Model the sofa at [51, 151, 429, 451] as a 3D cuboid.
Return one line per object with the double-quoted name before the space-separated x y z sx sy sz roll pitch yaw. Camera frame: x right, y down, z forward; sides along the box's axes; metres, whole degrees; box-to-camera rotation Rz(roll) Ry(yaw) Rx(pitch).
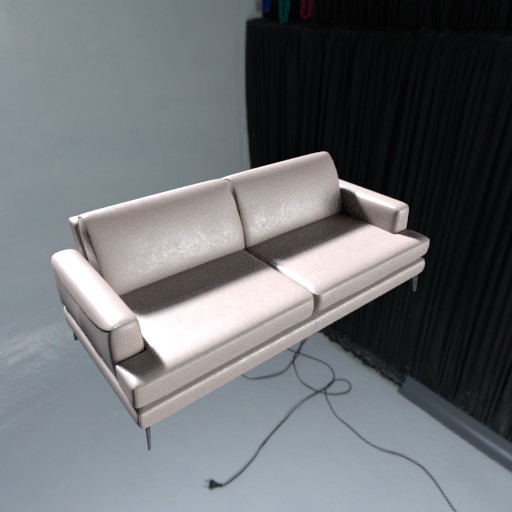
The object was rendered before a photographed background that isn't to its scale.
"sofa" 0.000 0.000 2.463 1.940 0.765 0.974 -22 36 -33
